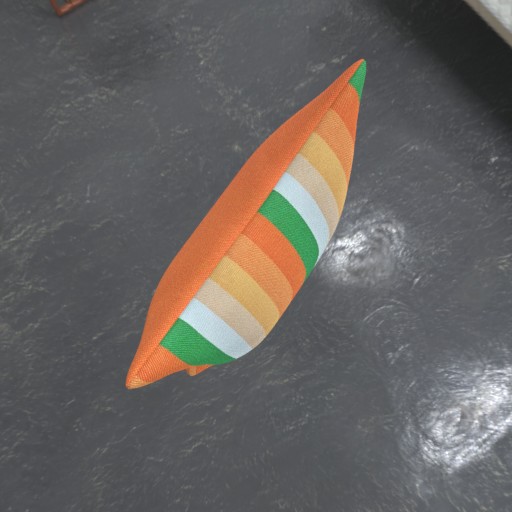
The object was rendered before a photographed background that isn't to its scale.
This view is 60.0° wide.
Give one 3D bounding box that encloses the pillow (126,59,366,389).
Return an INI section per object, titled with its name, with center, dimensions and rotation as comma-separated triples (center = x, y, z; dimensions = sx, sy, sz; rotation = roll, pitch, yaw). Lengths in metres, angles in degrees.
[pillow]
center = 0.000, 0.000, 0.695
dimensions = 0.169, 0.444, 0.453
rotation = 34, 79, 8
